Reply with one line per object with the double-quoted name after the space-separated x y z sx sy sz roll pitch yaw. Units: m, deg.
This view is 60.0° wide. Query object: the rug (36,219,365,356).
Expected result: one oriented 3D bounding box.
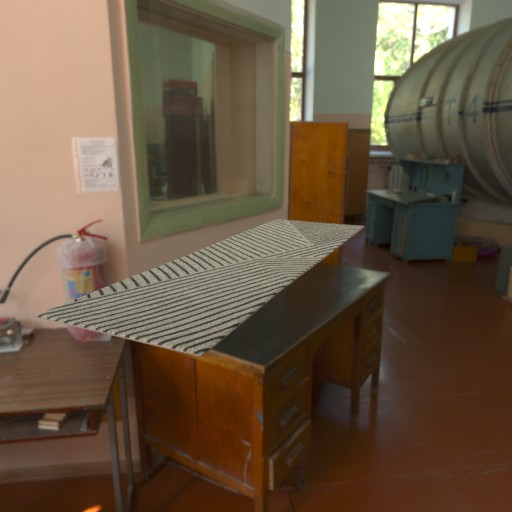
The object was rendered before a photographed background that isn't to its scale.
0.000 0.000 2.645 0.773 0.020 2.439 7 16 25 "rug"
